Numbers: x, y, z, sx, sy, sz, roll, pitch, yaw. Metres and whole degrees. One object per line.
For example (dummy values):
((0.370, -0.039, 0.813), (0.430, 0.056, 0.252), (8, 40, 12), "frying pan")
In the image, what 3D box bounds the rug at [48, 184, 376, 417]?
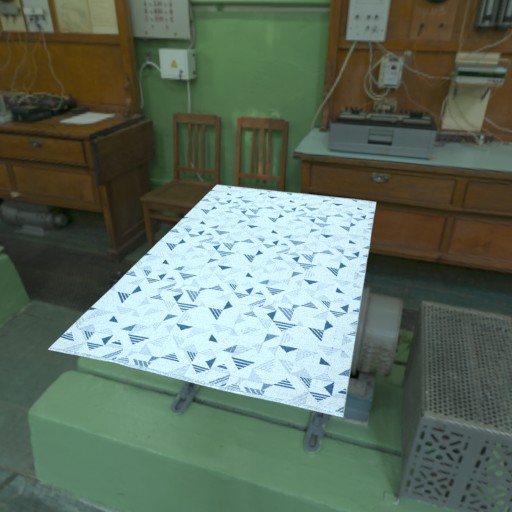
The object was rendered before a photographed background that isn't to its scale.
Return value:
((0.000, 0.000, 3.115), (1.512, 0.009, 2.457), (8, 31, 14), "rug")
